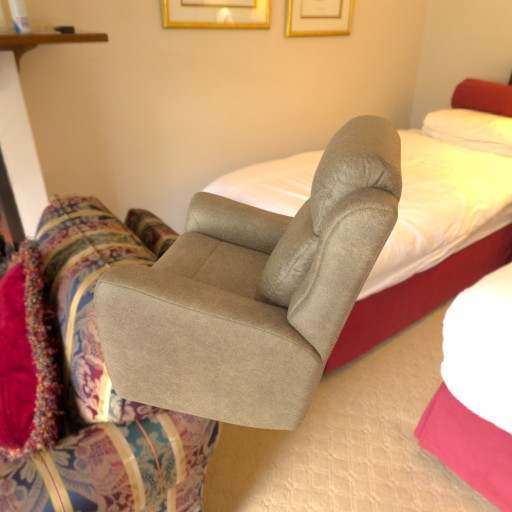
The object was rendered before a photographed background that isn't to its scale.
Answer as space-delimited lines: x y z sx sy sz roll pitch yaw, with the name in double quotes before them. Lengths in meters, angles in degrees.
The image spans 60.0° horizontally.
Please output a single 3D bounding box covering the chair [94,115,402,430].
"chair" 0.000 0.000 1.905 1.068 1.116 0.965 8 30 14
